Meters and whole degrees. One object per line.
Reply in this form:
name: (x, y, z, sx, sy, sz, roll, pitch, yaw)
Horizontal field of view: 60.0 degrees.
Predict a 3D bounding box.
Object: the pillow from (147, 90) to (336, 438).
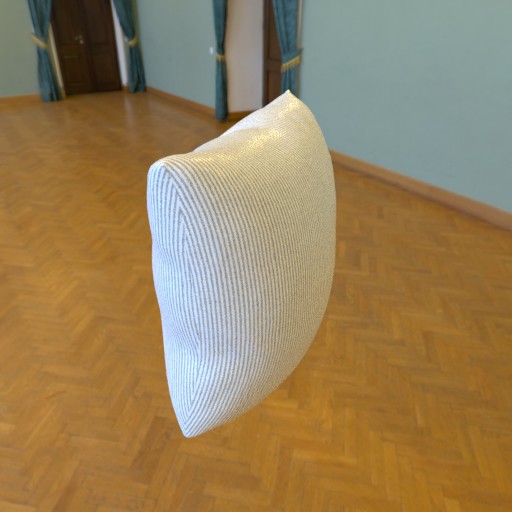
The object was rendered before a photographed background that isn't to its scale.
pillow: (0.000, 0.000, 0.697, 0.387, 0.432, 0.310, -20, 35, -30)
